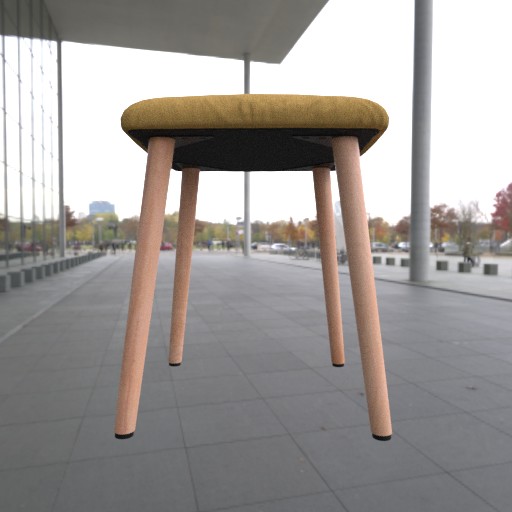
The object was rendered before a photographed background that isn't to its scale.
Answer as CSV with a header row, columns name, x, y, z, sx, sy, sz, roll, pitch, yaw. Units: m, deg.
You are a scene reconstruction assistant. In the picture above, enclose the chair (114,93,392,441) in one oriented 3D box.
name,x,y,z,sx,sy,sz,roll,pitch,yaw
chair,0.000,0.000,0.704,0.350,0.440,0.350,0,2,1
